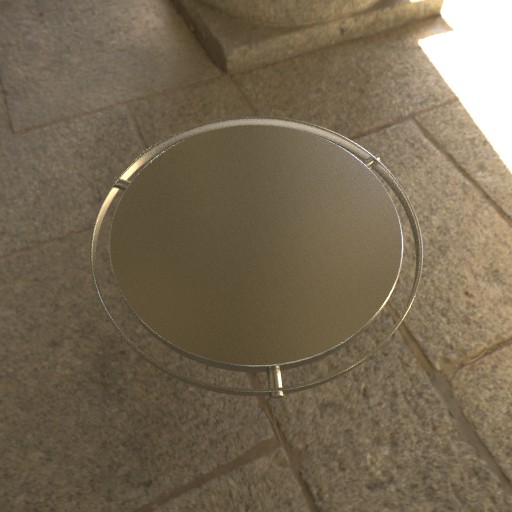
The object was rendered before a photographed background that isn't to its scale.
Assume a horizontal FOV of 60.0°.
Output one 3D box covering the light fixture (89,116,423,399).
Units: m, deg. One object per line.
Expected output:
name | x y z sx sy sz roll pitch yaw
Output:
light fixture | 0.000 0.000 0.539 0.361 0.130 0.361 0 58 0
